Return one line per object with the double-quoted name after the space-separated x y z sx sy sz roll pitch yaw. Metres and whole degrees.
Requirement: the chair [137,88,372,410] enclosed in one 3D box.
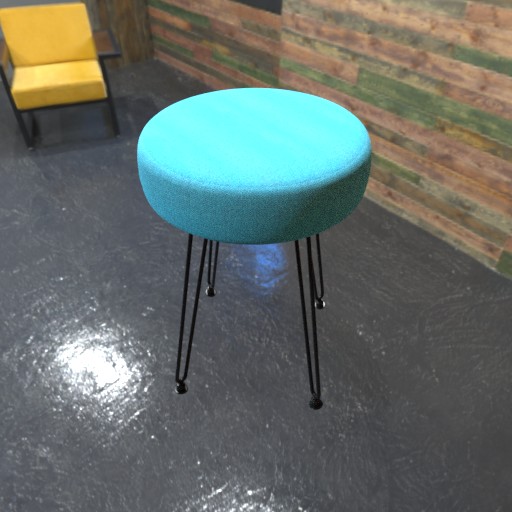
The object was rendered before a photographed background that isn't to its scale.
0.000 0.000 0.699 0.350 0.440 0.350 -26 47 -27 "chair"
